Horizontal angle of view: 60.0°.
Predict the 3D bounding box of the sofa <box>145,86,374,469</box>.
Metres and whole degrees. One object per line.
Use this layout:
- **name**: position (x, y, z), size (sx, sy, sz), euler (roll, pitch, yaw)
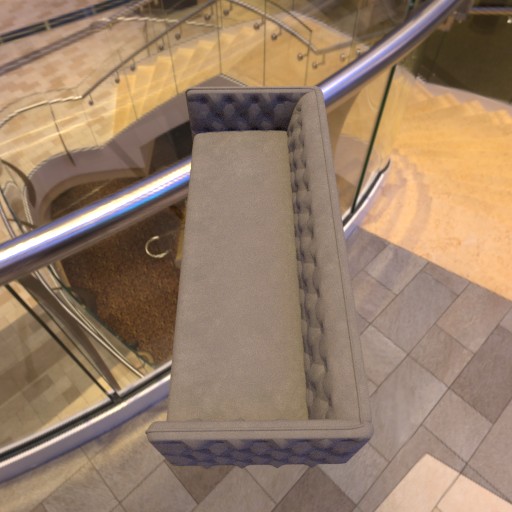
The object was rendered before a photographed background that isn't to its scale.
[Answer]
- **sofa**: position (0.000, 0.000, 2.588), size (0.895, 0.771, 2.209), euler (-1, 56, 0)
